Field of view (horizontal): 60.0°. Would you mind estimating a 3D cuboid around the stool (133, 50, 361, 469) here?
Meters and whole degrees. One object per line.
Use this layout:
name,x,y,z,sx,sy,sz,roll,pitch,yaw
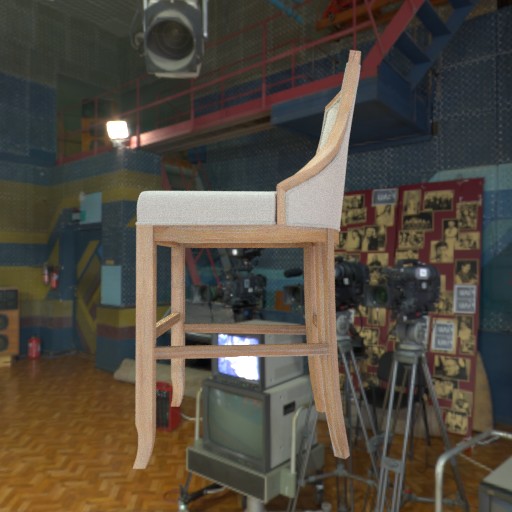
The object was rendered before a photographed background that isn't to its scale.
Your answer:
stool,0.000,0.000,1.399,0.626,1.101,0.524,0,-1,0
